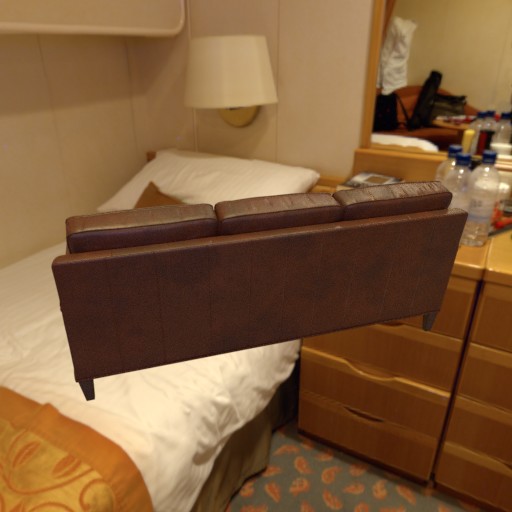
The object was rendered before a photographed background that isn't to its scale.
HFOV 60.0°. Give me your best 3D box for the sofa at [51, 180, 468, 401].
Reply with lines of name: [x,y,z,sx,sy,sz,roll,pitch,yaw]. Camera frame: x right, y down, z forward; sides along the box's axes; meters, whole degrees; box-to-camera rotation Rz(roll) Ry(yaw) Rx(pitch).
sofa: [0.000,0.000,2.778,2.240,1.003,1.084,-8,27,-16]
